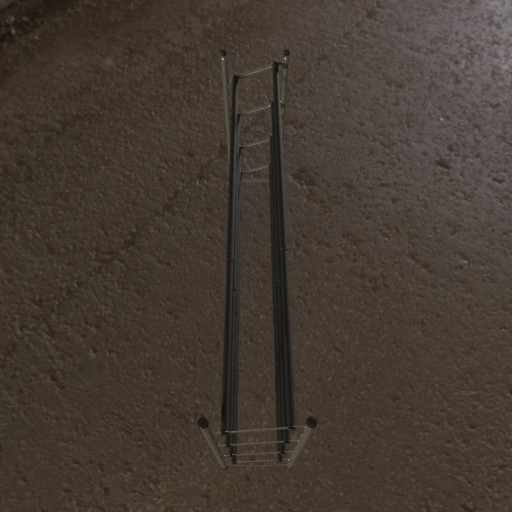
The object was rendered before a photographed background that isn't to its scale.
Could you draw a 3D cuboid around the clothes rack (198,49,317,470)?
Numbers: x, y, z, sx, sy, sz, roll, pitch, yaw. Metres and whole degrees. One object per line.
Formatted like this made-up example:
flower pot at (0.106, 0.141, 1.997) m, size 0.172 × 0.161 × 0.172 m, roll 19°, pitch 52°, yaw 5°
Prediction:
clothes rack at (0.000, 0.000, 1.416) m, size 0.229 × 0.672 × 1.168 m, roll 0°, pitch 58°, yaw 0°
